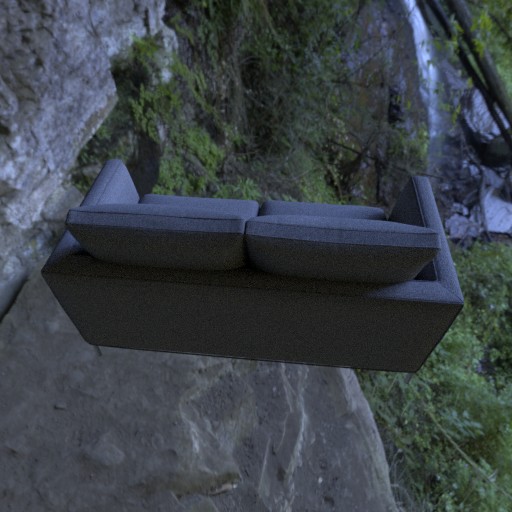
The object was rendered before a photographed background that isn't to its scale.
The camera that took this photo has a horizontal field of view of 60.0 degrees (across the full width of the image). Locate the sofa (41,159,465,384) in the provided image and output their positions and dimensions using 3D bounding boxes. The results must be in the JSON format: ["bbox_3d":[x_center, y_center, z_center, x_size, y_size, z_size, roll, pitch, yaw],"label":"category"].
[{"bbox_3d":[0.000,0.000,2.073,1.594,0.924,0.803,4,46,4],"label":"sofa"}]
